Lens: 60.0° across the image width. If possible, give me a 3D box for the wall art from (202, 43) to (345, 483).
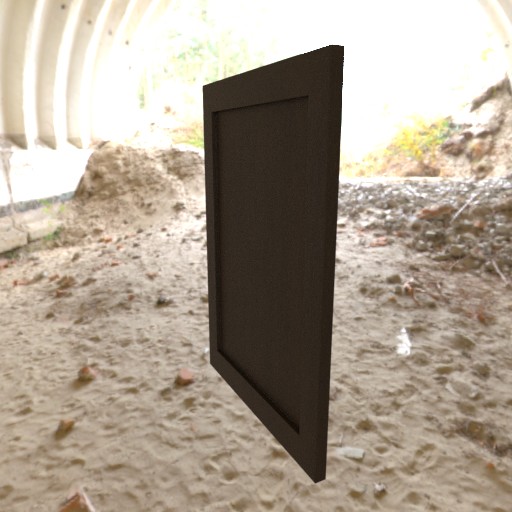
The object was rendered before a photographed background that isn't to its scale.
[{"bbox_3d":[0.000,0.000,0.658,0.017,0.513,0.359,-7,16,-27],"label":"wall art"}]
